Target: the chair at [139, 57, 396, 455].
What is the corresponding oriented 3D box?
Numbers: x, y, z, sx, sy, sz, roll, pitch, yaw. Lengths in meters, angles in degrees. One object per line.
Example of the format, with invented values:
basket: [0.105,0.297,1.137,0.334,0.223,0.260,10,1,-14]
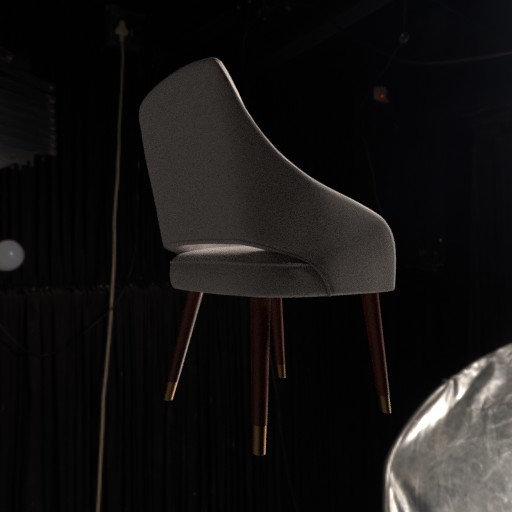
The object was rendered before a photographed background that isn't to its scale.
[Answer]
chair: [0.000,0.000,1.290,0.600,0.889,0.609,0,-1,-36]
